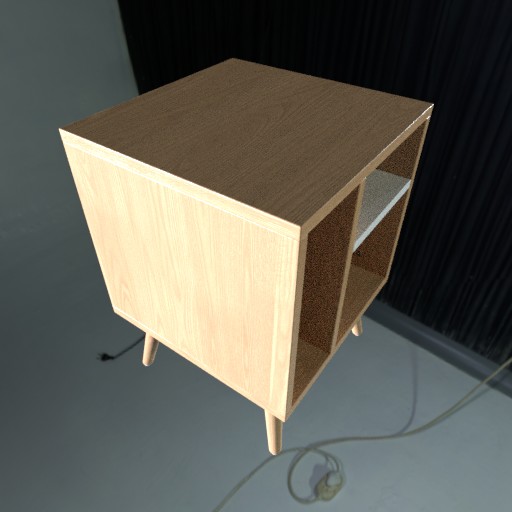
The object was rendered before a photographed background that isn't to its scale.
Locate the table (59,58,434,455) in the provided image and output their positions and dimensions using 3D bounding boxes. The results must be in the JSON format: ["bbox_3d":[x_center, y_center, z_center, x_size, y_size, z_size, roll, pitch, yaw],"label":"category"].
[{"bbox_3d":[0.000,0.000,0.838,0.400,0.550,0.400,25,46,26],"label":"table"}]
